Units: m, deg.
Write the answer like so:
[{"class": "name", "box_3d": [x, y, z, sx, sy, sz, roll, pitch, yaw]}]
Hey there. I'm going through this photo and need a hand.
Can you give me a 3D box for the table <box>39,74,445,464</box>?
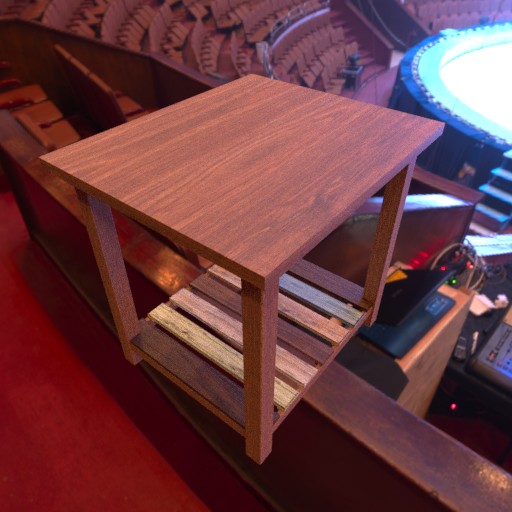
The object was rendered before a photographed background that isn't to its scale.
[{"class": "table", "box_3d": [0.000, 0.000, 1.131, 0.559, 0.635, 0.660, 27, 46, 29]}]
